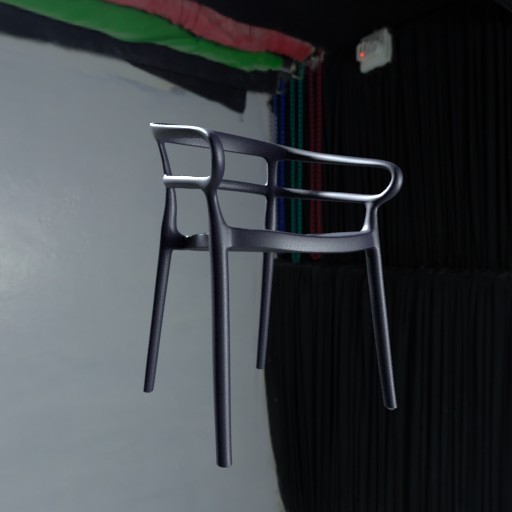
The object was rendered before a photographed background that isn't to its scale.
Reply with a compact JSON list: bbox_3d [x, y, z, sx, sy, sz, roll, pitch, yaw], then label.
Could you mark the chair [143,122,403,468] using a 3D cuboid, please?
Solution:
[{"bbox_3d":[0.000,0.000,1.145,0.559,0.761,0.527,-1,2,-37],"label":"chair"}]
